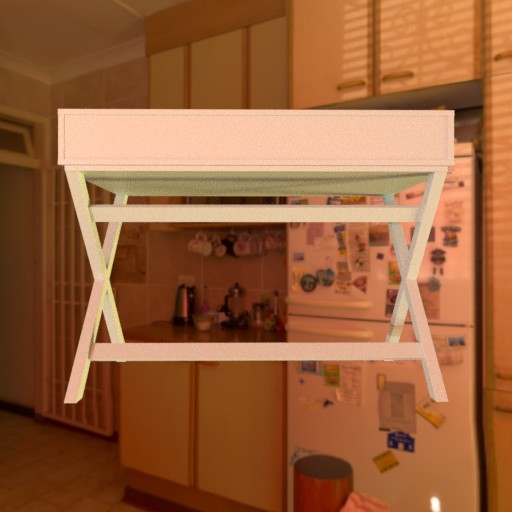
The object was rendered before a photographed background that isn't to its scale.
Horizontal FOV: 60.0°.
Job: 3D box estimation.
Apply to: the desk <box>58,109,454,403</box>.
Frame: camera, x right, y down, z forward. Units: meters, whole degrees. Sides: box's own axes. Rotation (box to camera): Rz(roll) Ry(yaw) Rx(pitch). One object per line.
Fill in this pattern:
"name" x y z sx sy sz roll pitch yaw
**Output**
"desk" 0.000 0.000 1.443 1.057 0.780 0.525 0 0 -1
